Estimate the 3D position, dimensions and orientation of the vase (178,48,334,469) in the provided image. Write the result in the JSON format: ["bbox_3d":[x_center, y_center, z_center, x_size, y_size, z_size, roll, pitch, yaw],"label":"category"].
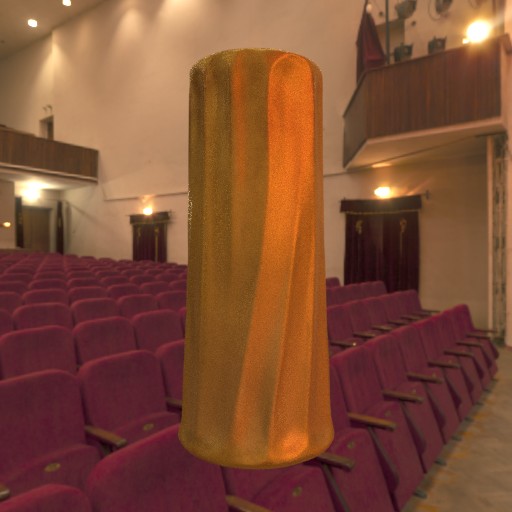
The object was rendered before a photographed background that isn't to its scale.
[{"bbox_3d":[0.000,0.000,0.176,0.061,0.143,0.061,0,0,0],"label":"vase"}]
